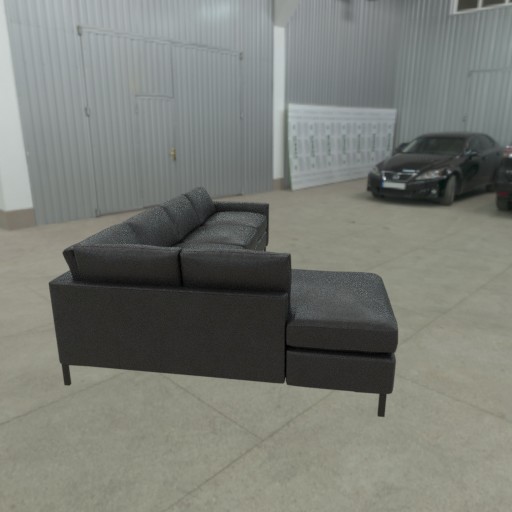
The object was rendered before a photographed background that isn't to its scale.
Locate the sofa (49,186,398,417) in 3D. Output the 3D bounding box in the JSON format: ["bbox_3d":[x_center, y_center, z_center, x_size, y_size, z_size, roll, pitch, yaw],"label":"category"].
[{"bbox_3d":[0.000,0.000,3.783,1.938,0.877,2.984,3,17,9],"label":"sofa"}]
